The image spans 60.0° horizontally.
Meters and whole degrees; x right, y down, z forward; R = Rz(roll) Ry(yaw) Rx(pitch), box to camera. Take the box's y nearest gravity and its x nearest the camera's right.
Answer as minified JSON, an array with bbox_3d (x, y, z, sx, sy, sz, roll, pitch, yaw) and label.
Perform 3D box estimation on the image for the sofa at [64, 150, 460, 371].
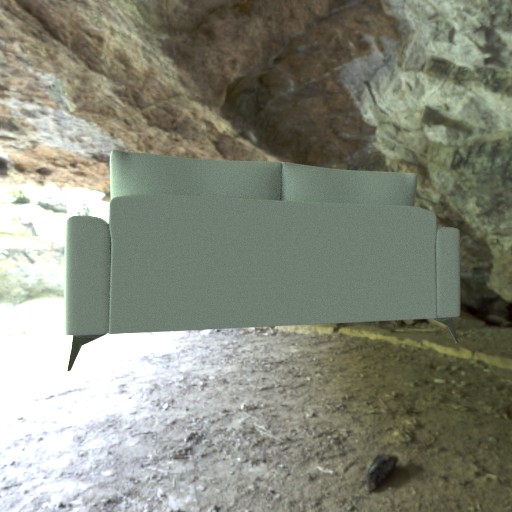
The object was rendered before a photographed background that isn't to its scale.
[{"bbox_3d":[0.000,0.000,2.159,1.650,0.790,0.920,0,-1,-19],"label":"sofa"}]
